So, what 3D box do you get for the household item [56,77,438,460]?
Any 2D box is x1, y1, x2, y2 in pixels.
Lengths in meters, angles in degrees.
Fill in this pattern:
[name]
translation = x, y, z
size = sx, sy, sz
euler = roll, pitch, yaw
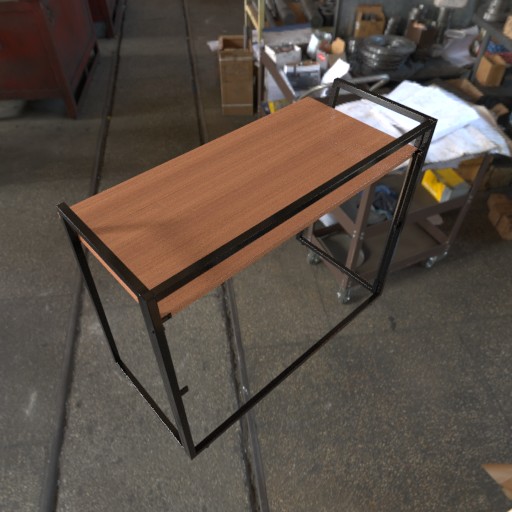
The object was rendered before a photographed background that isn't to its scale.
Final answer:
[household item]
translation = 0.000, 0.000, 1.548
size = 1.050, 0.860, 0.510
euler = -33, 55, -28
